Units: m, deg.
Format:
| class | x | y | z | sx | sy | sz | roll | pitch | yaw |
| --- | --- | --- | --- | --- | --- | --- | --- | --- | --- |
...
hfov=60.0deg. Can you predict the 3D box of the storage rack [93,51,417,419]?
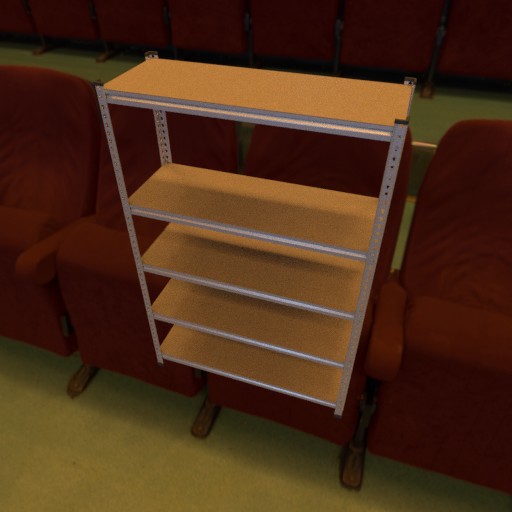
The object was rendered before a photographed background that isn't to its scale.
| class | x | y | z | sx | sy | sz | roll | pitch | yaw |
| --- | --- | --- | --- | --- | --- | --- | --- | --- | --- |
| storage rack | 0.000 | 0.000 | 2.356 | 1.219 | 1.829 | 0.457 | 12 | 41 | 14 |
